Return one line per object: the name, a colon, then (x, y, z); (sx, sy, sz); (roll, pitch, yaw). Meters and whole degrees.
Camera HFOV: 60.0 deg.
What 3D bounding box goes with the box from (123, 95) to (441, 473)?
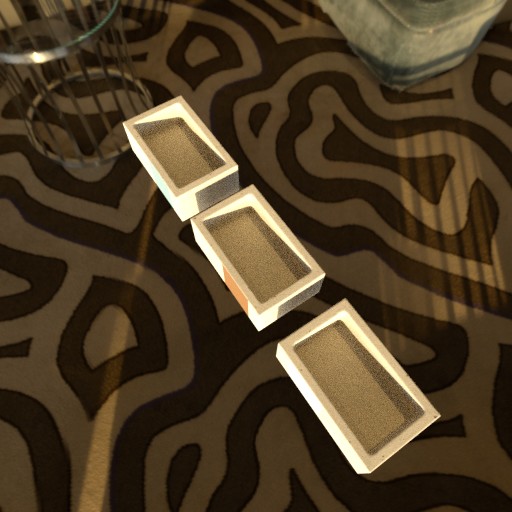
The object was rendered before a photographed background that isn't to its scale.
box: (0.000, 0.000, 0.486); (0.082, 0.051, 0.461); (-31, 68, -14)
